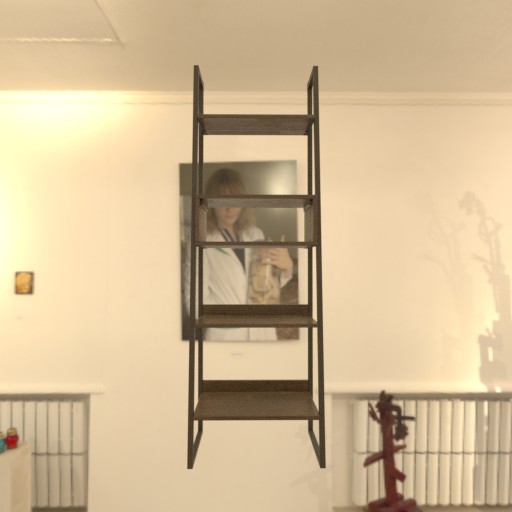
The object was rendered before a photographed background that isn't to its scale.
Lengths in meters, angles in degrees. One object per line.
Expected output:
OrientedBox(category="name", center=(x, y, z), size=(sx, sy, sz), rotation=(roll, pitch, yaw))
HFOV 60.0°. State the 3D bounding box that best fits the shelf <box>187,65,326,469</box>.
OrientedBox(category="shelf", center=(0.000, 0.000, 2.324), size=(0.652, 2.005, 0.454), rotation=(0, -1, -1))
